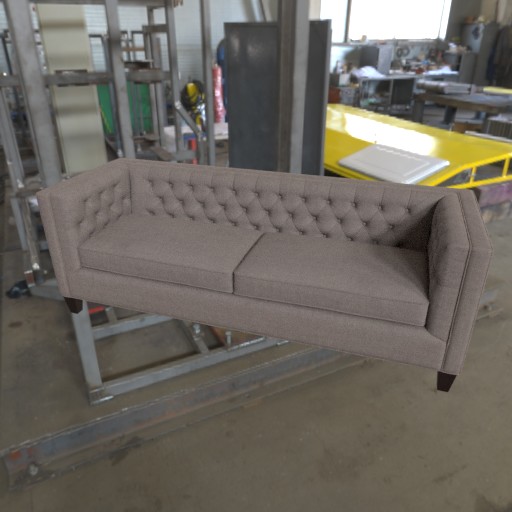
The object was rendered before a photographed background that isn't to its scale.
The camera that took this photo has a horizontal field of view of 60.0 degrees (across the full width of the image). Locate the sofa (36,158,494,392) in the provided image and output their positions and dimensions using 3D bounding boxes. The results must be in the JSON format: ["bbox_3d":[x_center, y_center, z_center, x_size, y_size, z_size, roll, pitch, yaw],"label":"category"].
[{"bbox_3d":[0.000,0.000,2.476,2.159,0.762,0.775,8,28,16],"label":"sofa"}]
